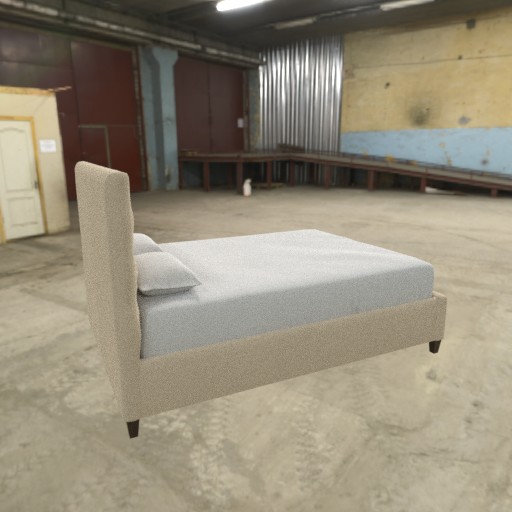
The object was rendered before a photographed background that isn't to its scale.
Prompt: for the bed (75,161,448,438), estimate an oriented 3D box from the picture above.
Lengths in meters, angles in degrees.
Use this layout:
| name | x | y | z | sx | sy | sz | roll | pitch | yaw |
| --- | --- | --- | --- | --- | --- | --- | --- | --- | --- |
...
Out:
| name | x | y | z | sx | sy | sz | roll | pitch | yaw |
| --- | --- | --- | --- | --- | --- | --- | --- | --- | --- |
| bed | 0.000 | 0.000 | 3.446 | 2.387 | 1.427 | 1.698 | -7 | 15 | -25 |
